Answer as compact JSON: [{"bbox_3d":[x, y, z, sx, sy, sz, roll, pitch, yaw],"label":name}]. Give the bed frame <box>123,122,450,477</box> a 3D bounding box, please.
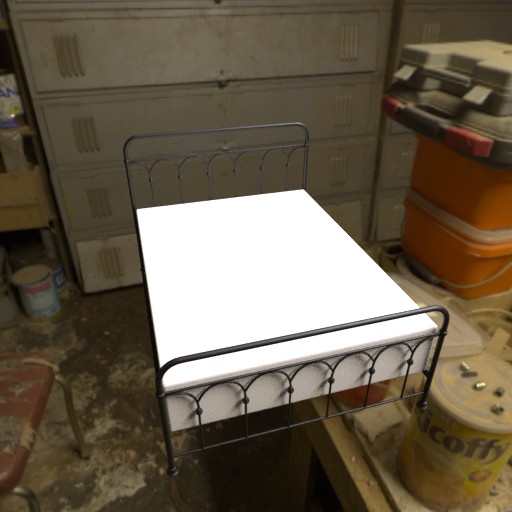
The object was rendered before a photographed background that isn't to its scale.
[{"bbox_3d":[0.000,0.000,3.198,1.664,1.276,2.203,-9,32,-14],"label":"bed frame"}]
